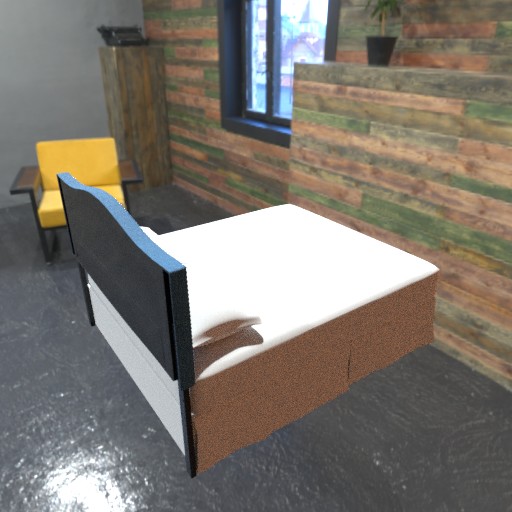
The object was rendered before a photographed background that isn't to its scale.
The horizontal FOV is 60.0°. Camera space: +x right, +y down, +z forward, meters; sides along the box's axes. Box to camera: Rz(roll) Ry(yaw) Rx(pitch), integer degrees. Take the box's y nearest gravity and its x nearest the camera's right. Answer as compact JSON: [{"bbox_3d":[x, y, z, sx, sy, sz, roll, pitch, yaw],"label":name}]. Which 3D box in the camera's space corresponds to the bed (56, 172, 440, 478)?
[{"bbox_3d":[0.000,0.000,2.841,1.872,1.169,1.610,-17,31,-32],"label":"bed"}]
